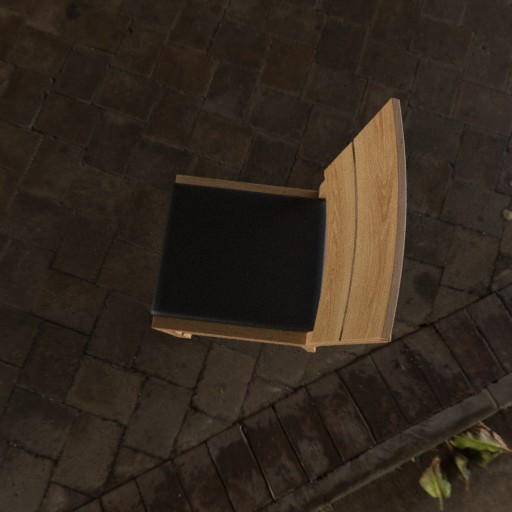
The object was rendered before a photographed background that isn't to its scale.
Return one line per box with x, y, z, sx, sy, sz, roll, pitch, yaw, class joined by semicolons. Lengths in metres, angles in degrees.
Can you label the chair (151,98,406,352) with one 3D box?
0.000;0.000;1.296;0.569;0.950;0.475;6;76;1;chair
